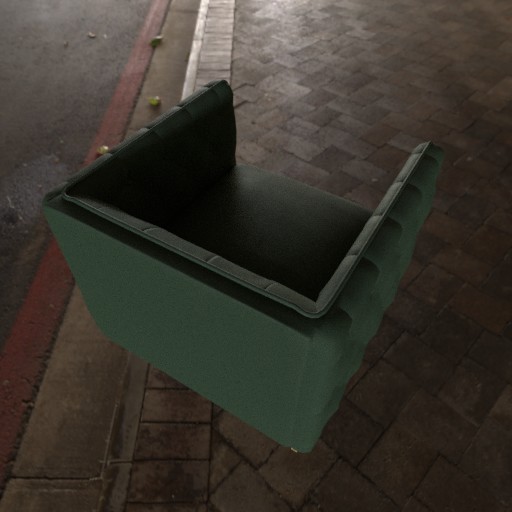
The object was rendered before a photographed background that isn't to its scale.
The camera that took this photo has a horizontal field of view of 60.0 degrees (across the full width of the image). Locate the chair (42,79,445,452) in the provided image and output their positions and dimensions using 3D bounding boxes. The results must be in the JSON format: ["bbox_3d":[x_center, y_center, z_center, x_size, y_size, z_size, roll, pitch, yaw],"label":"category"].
[{"bbox_3d":[0.000,0.000,1.529,0.917,0.768,0.855,24,52,21],"label":"chair"}]
